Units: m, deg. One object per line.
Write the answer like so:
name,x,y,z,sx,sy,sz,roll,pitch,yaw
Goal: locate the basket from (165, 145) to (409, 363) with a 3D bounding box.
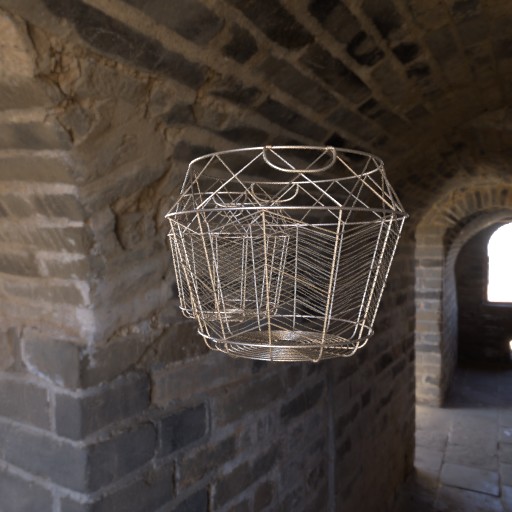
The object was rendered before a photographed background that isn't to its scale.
basket,0.000,0.000,1.021,0.451,0.343,0.805,0,1,-18
